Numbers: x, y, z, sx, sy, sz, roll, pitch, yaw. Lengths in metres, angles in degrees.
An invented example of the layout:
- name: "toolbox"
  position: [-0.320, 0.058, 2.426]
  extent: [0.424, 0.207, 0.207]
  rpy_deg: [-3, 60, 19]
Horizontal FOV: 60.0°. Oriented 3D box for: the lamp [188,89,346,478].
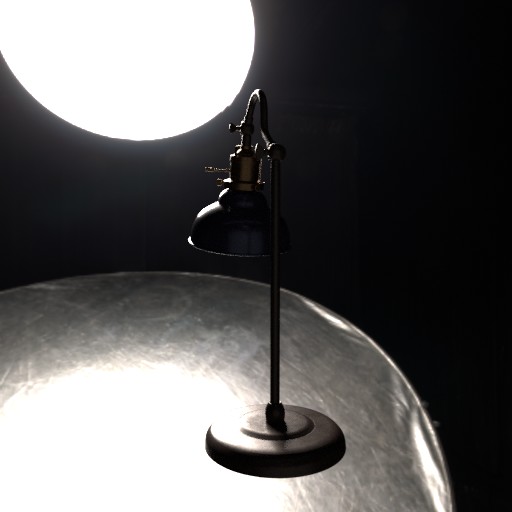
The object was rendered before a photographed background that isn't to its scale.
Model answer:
- name: "lamp"
  position: [0.000, 0.000, 0.691]
  extent: [0.192, 0.508, 0.374]
  rpy_deg: [0, 1, -16]
